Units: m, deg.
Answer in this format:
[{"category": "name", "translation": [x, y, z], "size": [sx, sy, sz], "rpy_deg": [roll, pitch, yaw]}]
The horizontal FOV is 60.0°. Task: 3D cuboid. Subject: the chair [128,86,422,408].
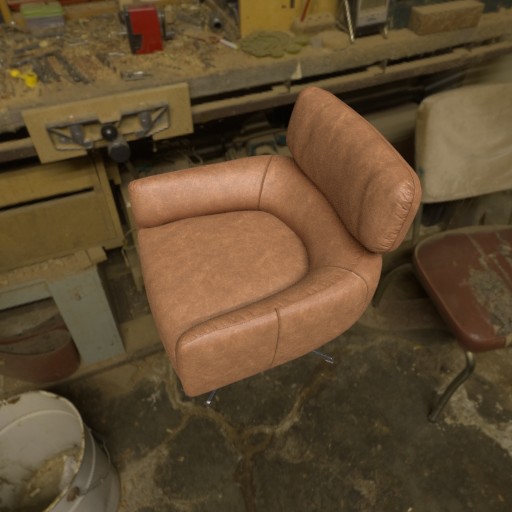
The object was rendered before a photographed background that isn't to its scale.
[{"category": "chair", "translation": [0.000, 0.000, 1.412], "size": [0.715, 0.812, 0.706], "rpy_deg": [-16, 48, -14]}]
